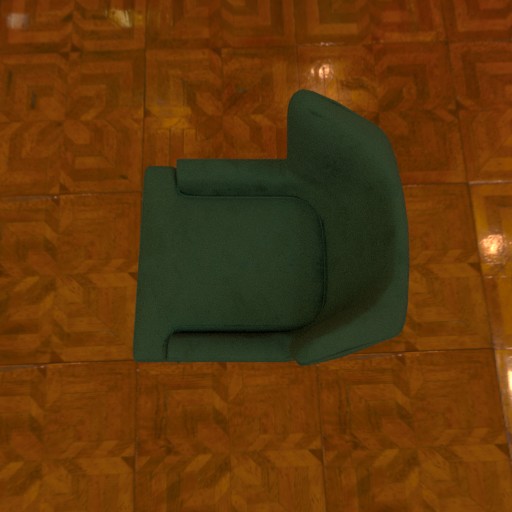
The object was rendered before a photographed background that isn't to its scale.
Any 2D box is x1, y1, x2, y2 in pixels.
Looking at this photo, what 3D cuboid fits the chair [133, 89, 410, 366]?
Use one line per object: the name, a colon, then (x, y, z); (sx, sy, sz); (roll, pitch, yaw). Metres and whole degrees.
chair: (0.000, 0.000, 1.663); (0.910, 0.952, 0.793); (0, 77, 0)
